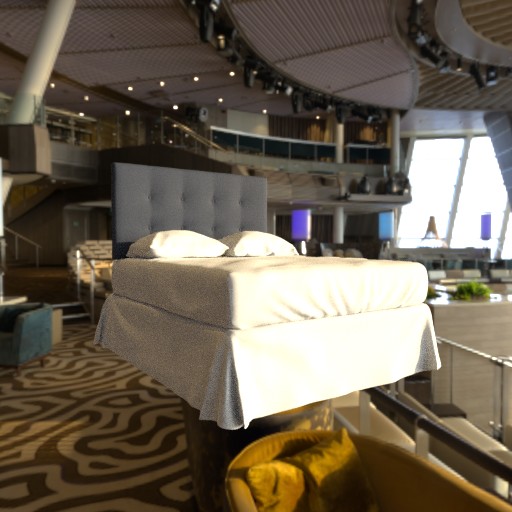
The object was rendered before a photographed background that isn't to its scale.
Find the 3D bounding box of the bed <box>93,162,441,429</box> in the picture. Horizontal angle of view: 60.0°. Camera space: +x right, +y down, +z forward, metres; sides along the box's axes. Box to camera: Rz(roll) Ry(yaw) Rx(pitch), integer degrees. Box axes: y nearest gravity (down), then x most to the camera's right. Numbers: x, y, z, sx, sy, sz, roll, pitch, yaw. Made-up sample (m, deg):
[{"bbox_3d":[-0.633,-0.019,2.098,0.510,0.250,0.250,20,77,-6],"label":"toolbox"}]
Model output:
[{"bbox_3d":[0.000,0.000,3.462,1.936,1.577,2.222,-1,2,-35],"label":"bed"}]
